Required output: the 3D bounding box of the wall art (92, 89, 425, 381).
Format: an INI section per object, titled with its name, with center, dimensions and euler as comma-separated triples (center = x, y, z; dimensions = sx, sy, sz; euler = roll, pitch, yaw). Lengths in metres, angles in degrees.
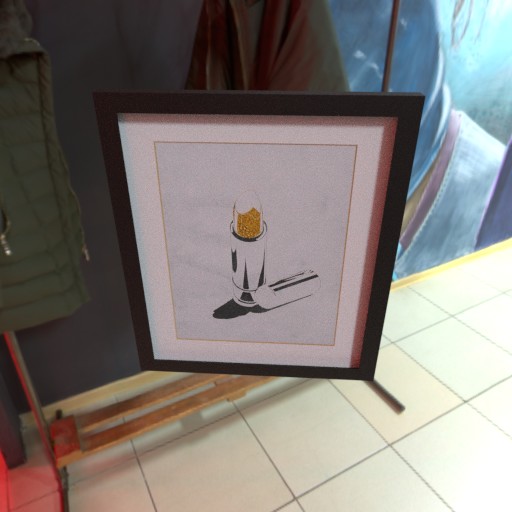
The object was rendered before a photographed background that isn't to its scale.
[wall art]
center = 0.000, 0.000, 0.542
dimensions = 0.330, 0.381, 0.019
euler = 2, 30, 3
